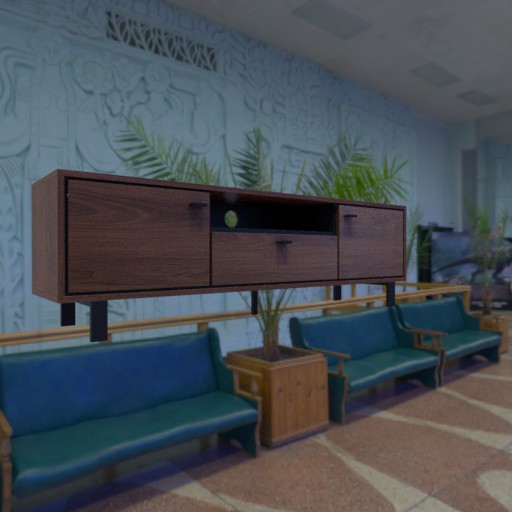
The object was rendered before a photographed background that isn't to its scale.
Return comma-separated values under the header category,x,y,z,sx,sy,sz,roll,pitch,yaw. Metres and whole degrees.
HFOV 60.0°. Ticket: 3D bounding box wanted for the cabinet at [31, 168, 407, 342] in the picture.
category,x,y,z,sx,sy,sz,roll,pitch,yaw
cabinet,0.000,0.000,1.876,1.650,0.500,0.400,0,1,-37
